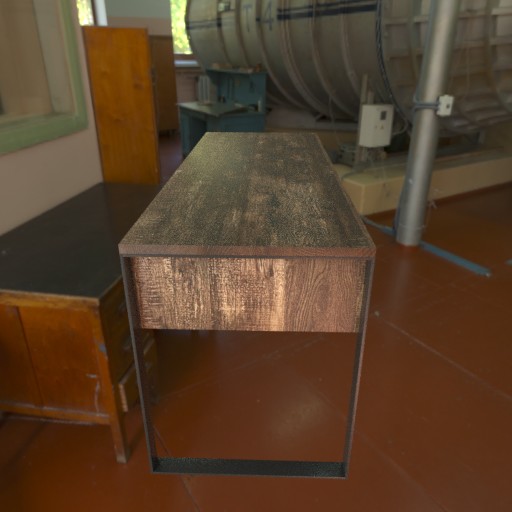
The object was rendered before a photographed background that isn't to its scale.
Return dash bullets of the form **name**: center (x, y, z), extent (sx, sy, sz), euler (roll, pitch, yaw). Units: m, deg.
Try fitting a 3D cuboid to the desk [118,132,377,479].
- **desk**: center (0.000, 0.000, 1.869), extent (0.599, 0.762, 1.524), euler (1, 25, 2)
